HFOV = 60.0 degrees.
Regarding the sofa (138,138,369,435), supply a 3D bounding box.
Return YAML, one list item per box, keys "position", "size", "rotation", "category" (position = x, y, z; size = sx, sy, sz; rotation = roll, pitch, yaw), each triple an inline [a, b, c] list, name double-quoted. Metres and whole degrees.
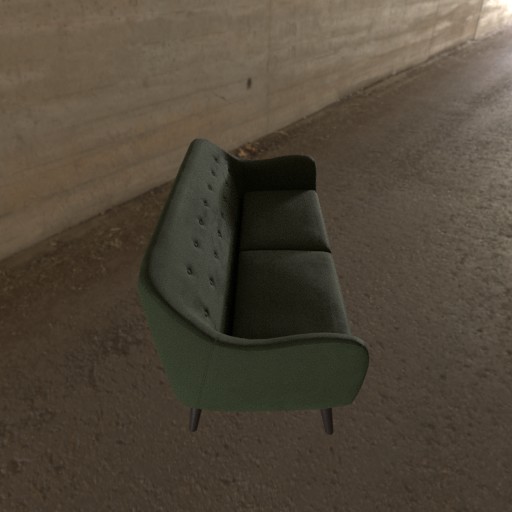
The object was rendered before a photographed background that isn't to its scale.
- position: [0.000, 0.000, 2.347]
  size: [0.820, 0.836, 1.840]
  rotation: [0, 33, 1]
  category: "sofa"
